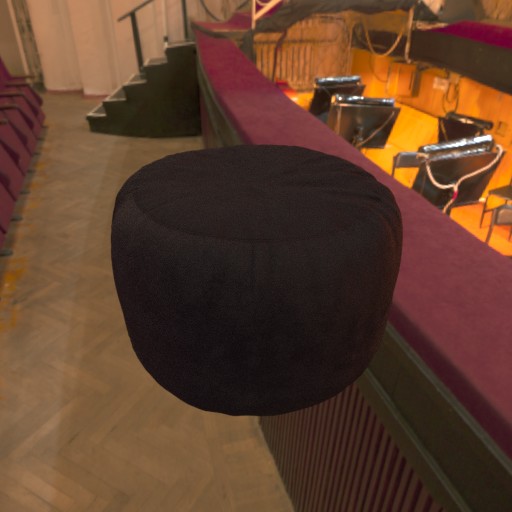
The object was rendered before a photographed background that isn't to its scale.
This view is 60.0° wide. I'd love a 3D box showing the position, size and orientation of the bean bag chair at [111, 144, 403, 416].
[{"bbox_3d":[0.000,0.000,1.974,1.219,0.762,1.219,0,31,0],"label":"bean bag chair"}]
